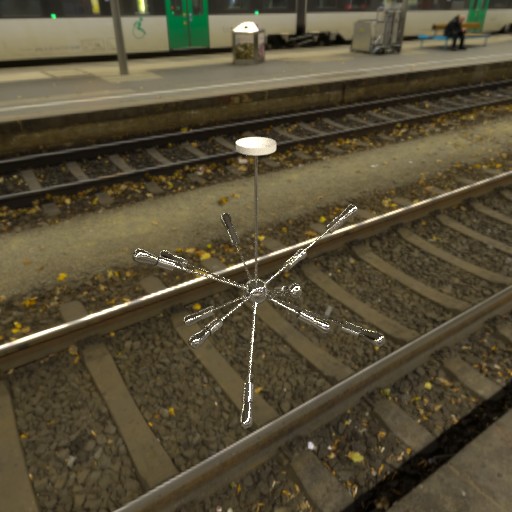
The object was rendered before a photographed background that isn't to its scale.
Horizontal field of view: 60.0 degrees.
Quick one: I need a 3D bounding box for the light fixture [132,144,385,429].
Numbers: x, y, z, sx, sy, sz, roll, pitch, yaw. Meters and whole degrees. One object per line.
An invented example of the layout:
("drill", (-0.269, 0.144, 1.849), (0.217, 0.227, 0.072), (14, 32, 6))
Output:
("light fixture", (0.000, 0.000, 1.083), (0.684, 0.558, 0.509), (19, 35, 30))
